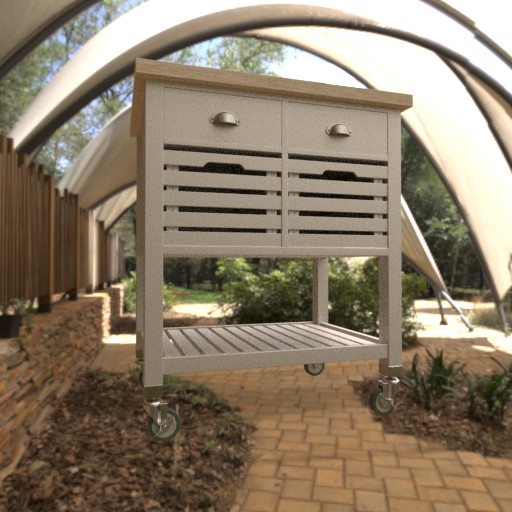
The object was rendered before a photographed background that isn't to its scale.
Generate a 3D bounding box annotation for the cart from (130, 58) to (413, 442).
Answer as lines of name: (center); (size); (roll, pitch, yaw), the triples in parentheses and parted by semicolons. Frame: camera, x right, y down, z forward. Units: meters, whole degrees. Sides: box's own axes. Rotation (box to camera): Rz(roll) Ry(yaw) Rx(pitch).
cart: (0.000, 0.000, 1.407); (0.762, 0.914, 0.559); (0, -1, -17)
